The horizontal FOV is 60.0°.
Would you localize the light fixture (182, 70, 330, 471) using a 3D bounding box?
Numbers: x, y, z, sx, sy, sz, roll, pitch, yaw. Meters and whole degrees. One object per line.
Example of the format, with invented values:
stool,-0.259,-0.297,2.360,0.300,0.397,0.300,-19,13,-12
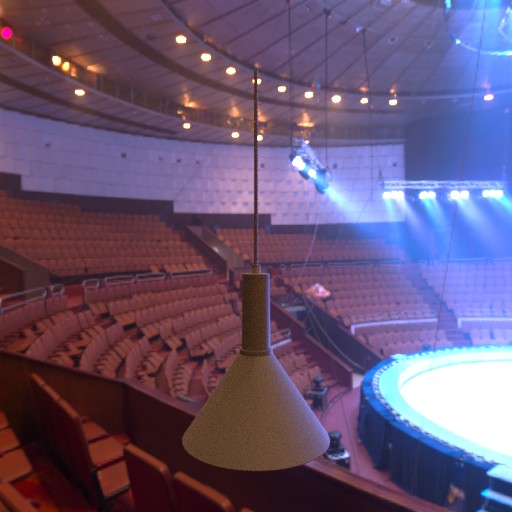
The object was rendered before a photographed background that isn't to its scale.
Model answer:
light fixture,0.000,0.000,0.815,0.267,0.683,0.267,0,-1,35
